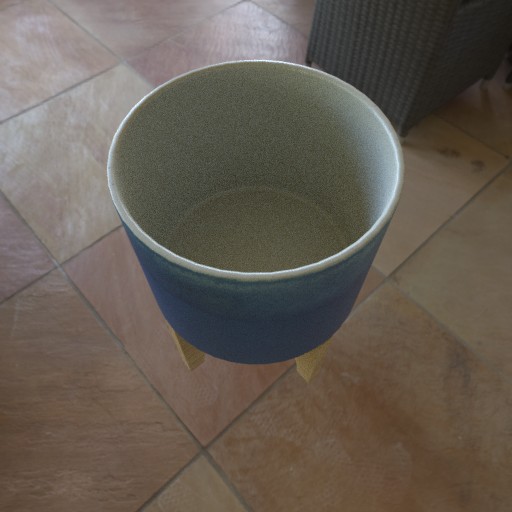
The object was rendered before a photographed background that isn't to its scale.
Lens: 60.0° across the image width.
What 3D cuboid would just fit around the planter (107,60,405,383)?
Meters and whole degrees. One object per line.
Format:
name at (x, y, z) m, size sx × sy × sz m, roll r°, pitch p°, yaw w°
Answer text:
planter at (0.000, 0.000, 0.401) m, size 0.192 × 0.263 × 0.192 m, roll 0°, pitch 58°, yaw 0°
